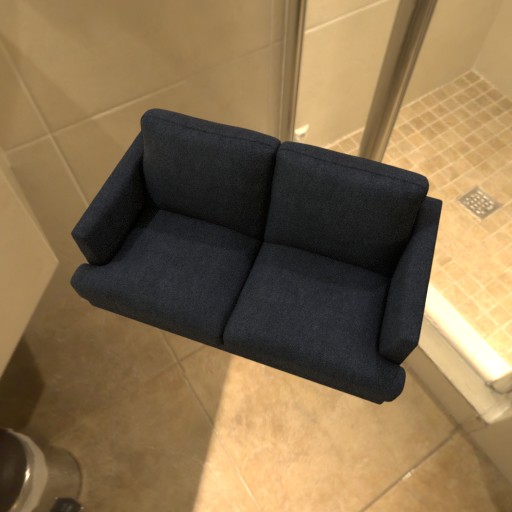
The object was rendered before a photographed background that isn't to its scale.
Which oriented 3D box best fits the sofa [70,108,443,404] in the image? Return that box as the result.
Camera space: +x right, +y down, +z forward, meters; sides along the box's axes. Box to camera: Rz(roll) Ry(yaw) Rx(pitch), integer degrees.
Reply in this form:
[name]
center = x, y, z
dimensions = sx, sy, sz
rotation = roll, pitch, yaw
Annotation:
[sofa]
center = 0.000, 0.000, 2.162
dimensions = 1.582, 0.944, 0.903
rotation = 17, 60, 10
